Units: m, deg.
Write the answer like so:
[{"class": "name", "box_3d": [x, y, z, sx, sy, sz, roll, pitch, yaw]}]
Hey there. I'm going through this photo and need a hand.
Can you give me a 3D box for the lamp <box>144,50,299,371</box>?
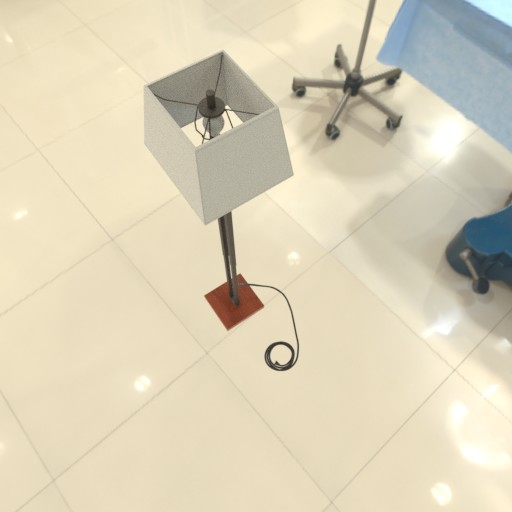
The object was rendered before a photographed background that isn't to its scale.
[{"class": "lamp", "box_3d": [0.000, 0.000, 2.007, 0.472, 1.712, 0.745, -31, 67, -15]}]
